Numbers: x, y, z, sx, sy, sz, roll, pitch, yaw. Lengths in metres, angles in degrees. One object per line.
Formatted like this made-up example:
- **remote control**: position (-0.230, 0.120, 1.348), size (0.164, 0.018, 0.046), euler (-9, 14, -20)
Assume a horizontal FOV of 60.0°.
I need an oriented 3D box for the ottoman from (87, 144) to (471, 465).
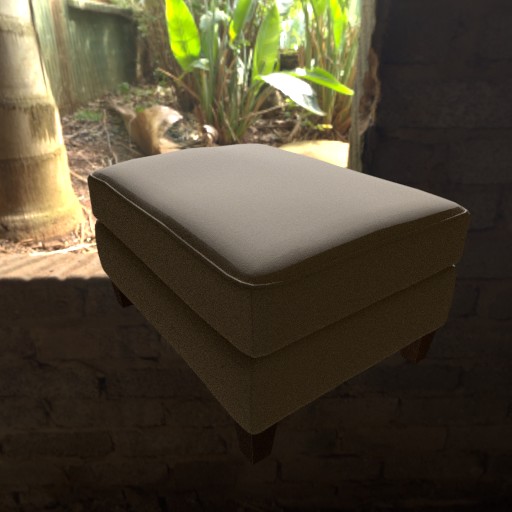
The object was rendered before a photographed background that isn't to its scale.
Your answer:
- **ottoman**: position (0.000, 0.000, 1.189), size (0.634, 0.485, 0.818), euler (-18, 32, -32)
